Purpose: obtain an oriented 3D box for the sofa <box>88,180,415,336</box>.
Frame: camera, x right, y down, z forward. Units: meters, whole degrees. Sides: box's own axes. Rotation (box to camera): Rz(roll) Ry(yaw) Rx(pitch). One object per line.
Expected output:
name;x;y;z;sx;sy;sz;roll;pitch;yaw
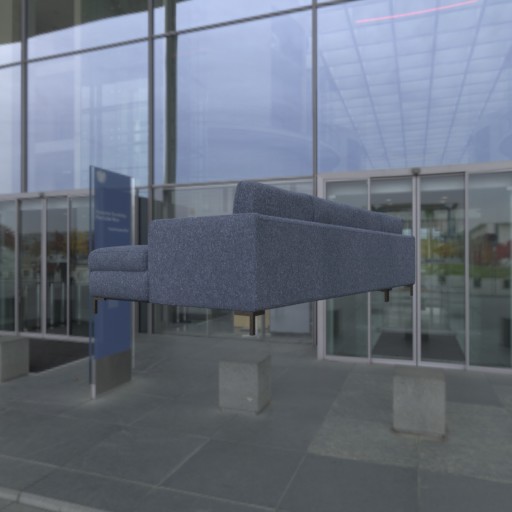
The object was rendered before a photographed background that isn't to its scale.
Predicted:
sofa;0.000;0.000;3.957;2.007;0.813;2.956;0;0;35
